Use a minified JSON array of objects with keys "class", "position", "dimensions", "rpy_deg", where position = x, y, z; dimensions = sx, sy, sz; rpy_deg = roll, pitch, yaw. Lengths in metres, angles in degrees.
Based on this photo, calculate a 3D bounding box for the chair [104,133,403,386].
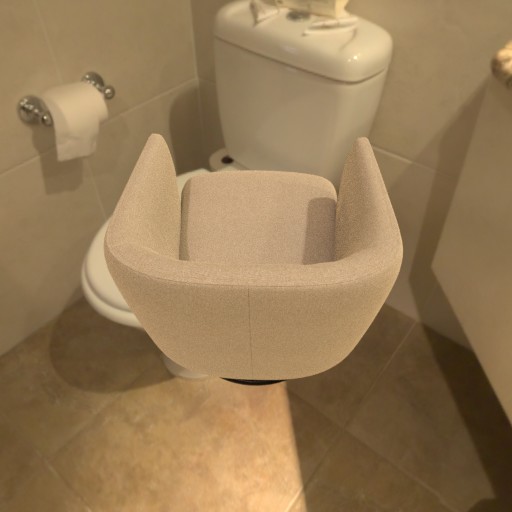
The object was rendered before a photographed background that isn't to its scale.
[{"class":"chair","position":[0.000,0.000,1.619],"dimensions":[0.822,0.861,0.986],"rpy_deg":[1,47,1]}]
